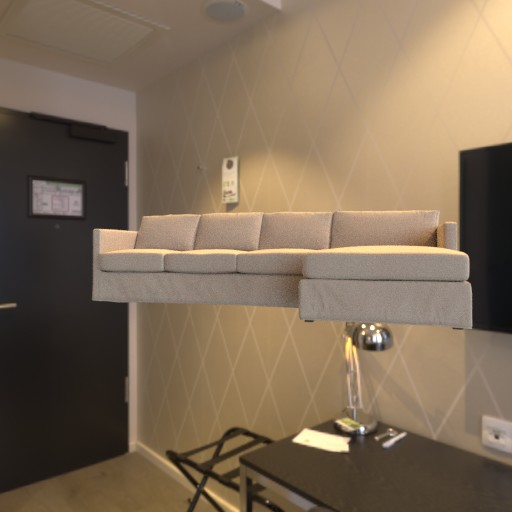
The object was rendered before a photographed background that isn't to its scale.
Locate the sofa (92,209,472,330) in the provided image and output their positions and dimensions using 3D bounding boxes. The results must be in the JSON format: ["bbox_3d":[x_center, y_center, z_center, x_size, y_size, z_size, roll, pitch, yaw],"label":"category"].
[{"bbox_3d":[0.000,0.000,3.808,3.206,0.871,1.622,0,0,18],"label":"sofa"}]
